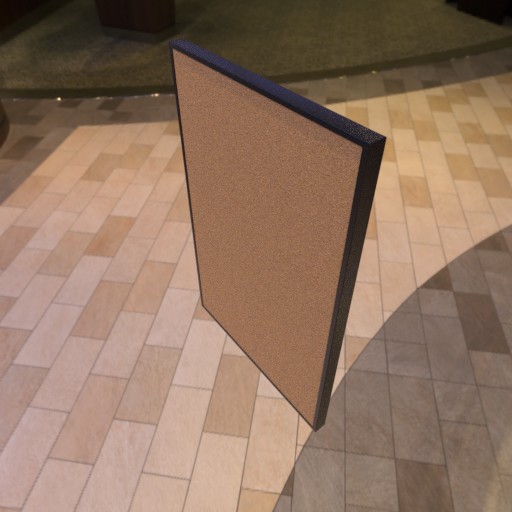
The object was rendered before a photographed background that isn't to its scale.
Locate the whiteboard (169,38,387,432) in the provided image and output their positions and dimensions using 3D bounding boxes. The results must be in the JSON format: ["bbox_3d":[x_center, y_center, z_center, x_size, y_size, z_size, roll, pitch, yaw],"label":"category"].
[{"bbox_3d":[0.000,0.000,0.770,0.026,0.611,0.406,-27,49,-27],"label":"whiteboard"}]
